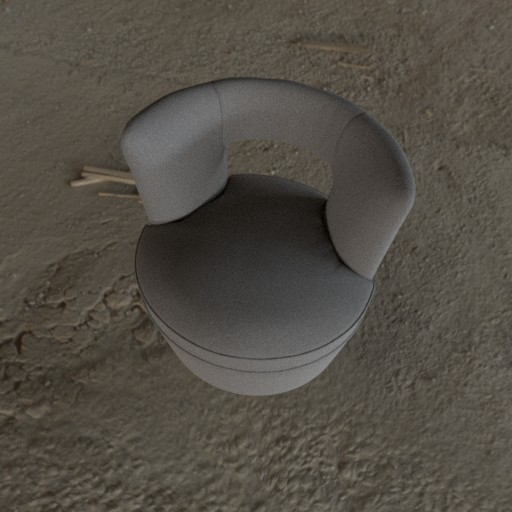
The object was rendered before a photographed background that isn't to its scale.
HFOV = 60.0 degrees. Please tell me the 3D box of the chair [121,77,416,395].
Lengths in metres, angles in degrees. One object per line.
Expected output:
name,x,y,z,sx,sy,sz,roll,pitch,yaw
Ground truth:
chair,0.000,0.000,1.268,0.689,0.719,0.660,14,59,9
